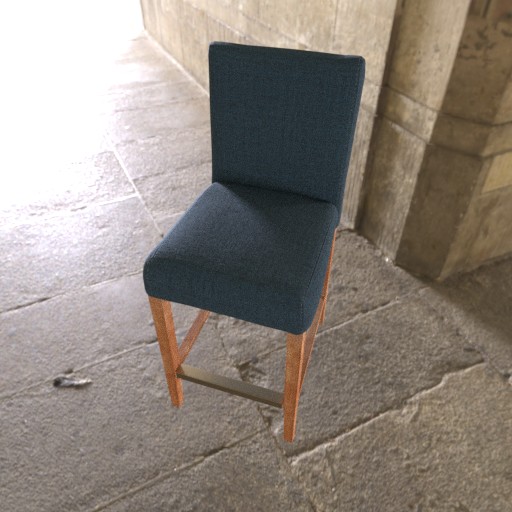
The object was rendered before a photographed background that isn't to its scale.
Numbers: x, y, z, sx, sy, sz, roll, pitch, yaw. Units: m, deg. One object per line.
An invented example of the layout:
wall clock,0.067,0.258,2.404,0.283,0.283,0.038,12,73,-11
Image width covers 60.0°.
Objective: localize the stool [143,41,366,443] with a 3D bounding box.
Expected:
stool,0.000,0.000,1.328,0.454,1.039,0.567,12,42,14
